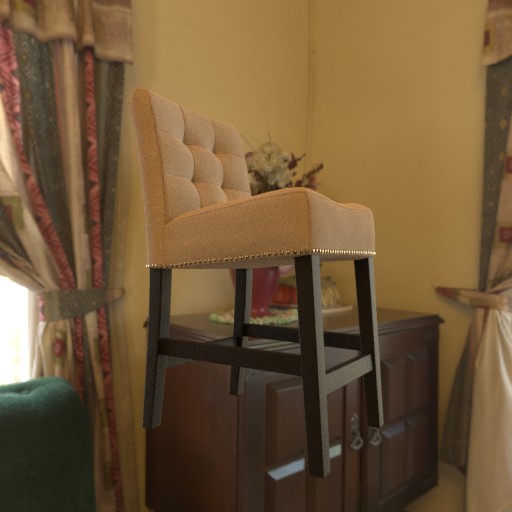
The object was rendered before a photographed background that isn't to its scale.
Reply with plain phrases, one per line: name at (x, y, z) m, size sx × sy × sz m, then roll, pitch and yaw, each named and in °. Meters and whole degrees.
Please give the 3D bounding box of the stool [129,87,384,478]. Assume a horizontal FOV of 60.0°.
stool at (0.000, 0.000, 1.183) m, size 0.571 × 0.885 × 0.427 m, roll -1°, pitch -1°, yaw 34°
